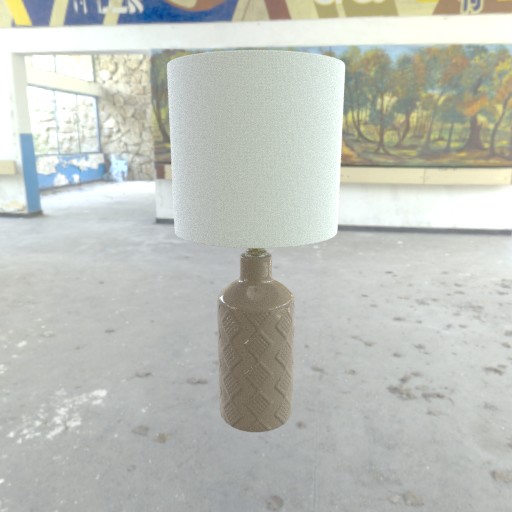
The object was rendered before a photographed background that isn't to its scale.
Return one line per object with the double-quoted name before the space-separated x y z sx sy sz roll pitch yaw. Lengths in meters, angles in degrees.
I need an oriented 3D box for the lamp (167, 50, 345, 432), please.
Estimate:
"lamp" 0.000 0.000 0.581 0.207 0.461 0.207 2 15 9
